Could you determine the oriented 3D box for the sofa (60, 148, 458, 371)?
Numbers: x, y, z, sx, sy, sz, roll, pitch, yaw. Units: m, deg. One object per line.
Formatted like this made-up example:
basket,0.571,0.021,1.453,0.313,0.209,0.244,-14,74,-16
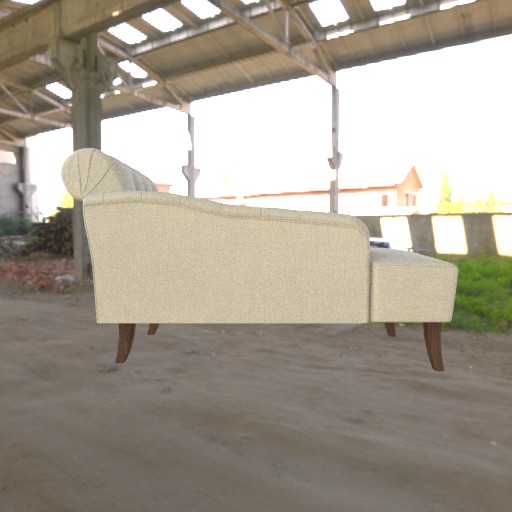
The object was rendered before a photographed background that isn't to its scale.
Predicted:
sofa,0.000,0.000,1.823,1.379,0.787,0.675,0,2,0
